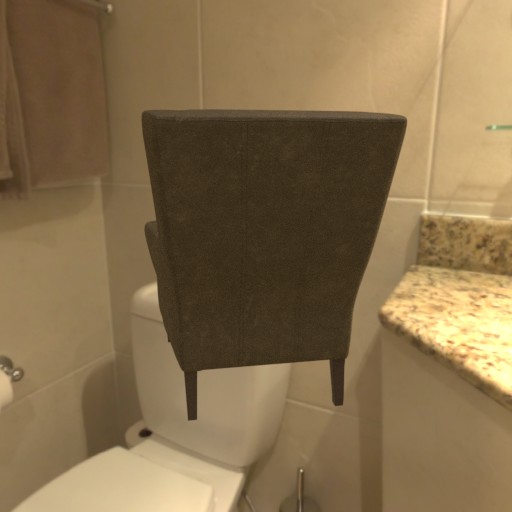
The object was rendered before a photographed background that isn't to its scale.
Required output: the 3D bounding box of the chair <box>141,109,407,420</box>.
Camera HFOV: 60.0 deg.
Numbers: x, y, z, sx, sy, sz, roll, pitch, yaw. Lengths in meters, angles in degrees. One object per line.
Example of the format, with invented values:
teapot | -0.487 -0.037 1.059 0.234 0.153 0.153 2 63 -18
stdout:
chair | 0.000 0.000 1.676 0.853 1.016 0.926 -2 14 -9
